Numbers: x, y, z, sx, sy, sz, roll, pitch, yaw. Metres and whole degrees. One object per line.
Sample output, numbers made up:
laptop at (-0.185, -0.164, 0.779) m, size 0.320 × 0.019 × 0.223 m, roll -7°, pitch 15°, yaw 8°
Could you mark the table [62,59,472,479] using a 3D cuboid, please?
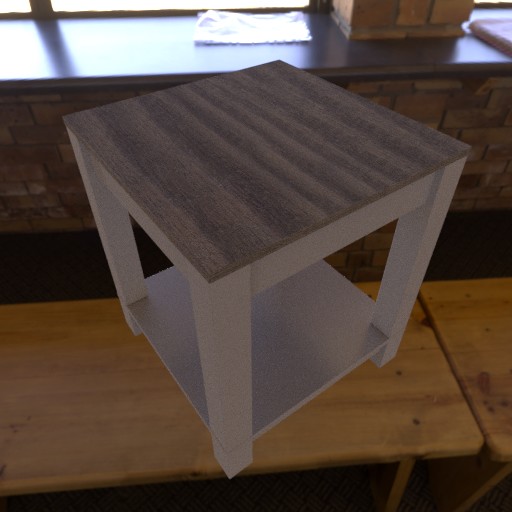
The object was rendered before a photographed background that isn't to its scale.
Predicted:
table at (0.000, 0.000, 0.963) m, size 0.504 × 0.587 × 0.506 m, roll -26°, pitch 49°, yaw -26°
